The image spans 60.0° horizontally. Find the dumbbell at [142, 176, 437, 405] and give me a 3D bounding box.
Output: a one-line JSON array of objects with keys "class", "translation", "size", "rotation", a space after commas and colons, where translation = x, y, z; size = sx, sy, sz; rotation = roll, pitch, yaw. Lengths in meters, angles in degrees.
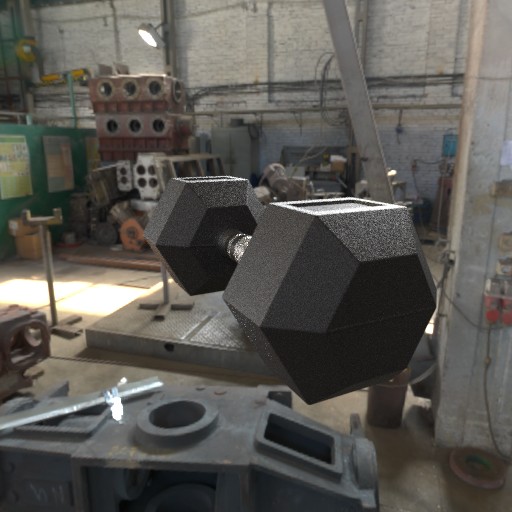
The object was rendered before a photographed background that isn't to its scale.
[{"class": "dumbbell", "translation": [0.000, 0.000, 0.408], "size": [0.142, 0.123, 0.337], "rotation": [-7, 16, -26]}]
